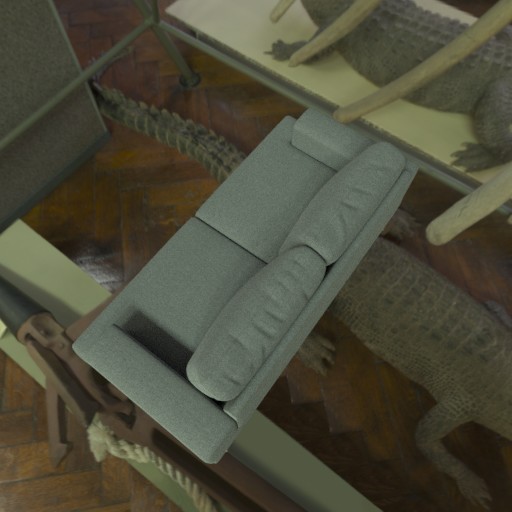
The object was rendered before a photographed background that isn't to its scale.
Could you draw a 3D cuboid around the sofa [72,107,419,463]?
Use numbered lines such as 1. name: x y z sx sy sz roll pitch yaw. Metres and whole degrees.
1. sofa: 0.000 0.000 2.076 0.785 0.810 1.650 34 69 15
